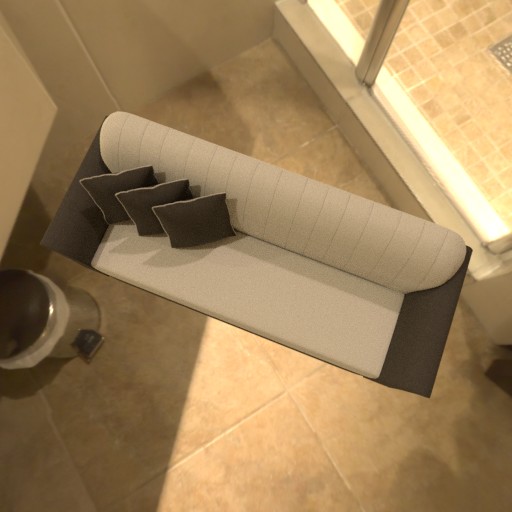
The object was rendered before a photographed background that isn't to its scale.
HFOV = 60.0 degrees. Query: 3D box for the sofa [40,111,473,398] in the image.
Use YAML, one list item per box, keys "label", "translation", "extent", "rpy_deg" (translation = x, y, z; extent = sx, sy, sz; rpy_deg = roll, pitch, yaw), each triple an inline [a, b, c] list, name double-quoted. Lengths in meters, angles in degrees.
- label: "sofa"
  translation: [0.000, 0.000, 2.369]
  extent: [2.001, 0.787, 0.755]
  rpy_deg: [21, 78, 5]
